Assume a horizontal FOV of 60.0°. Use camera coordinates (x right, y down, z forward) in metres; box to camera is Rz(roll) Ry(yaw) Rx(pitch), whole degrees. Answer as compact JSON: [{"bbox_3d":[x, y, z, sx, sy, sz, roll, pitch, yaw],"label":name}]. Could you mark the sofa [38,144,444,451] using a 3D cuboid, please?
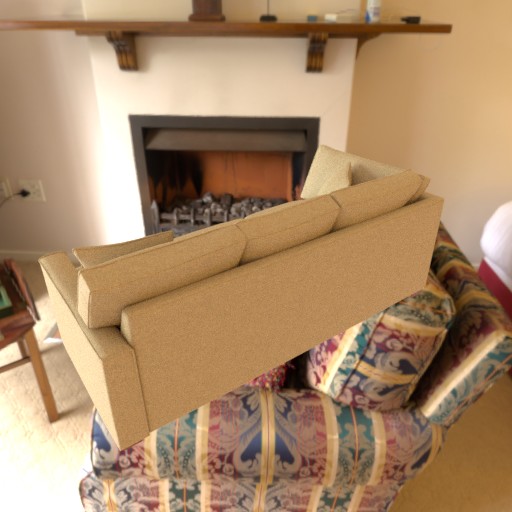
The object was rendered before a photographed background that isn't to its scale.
[{"bbox_3d":[0.000,0.000,2.795,2.317,0.962,1.061,-20,35,-31],"label":"sofa"}]
